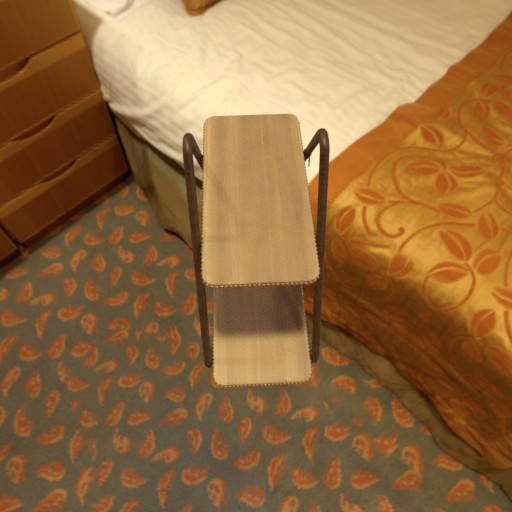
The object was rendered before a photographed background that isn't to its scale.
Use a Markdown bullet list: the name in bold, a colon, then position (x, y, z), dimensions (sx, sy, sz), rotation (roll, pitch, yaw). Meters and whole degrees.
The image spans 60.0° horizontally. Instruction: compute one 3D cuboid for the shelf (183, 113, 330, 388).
- **shelf**: position (0.000, 0.000, 1.039), dimensions (0.234, 0.774, 0.609), rotation (-2, 59, -1)
